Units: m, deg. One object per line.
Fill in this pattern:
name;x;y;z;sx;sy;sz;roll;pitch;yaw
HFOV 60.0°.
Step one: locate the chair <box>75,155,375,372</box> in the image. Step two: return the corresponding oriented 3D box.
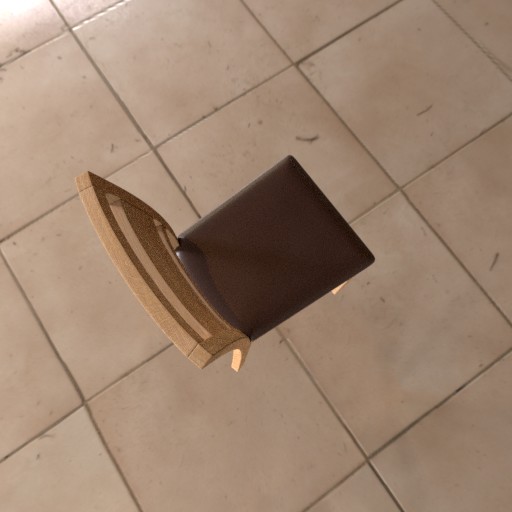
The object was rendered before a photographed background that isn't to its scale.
chair;0.000;0.000;1.219;0.545;0.940;0.420;-35;78;-9
